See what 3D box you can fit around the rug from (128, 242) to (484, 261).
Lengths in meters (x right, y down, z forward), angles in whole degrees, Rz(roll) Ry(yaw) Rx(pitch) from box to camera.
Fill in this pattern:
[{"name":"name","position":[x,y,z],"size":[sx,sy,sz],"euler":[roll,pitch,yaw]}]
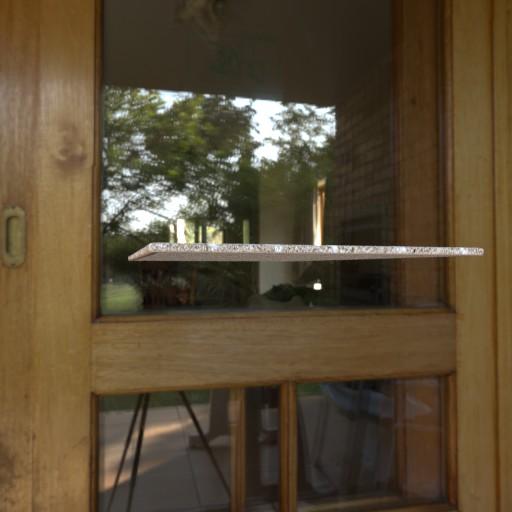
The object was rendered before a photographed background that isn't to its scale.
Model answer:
[{"name":"rug","position":[0.000,0.000,2.304],"size":[1.219,0.030,1.778],"euler":[0,-1,-18]}]
